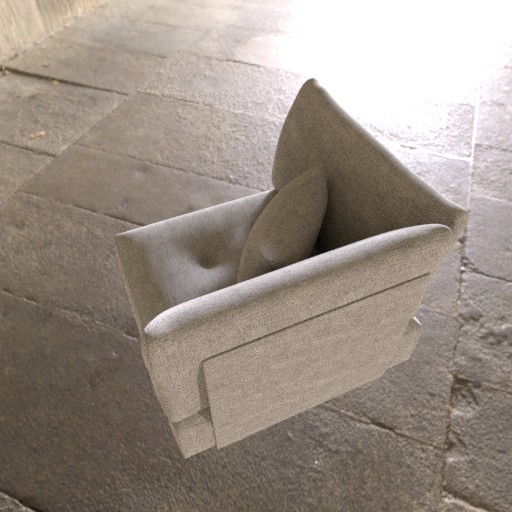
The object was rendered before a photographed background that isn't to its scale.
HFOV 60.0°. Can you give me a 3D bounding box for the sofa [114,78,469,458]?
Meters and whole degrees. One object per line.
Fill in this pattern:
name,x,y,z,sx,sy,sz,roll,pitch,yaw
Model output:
sofa,0.000,0.000,1.701,1.000,0.820,1.000,-18,50,-16
